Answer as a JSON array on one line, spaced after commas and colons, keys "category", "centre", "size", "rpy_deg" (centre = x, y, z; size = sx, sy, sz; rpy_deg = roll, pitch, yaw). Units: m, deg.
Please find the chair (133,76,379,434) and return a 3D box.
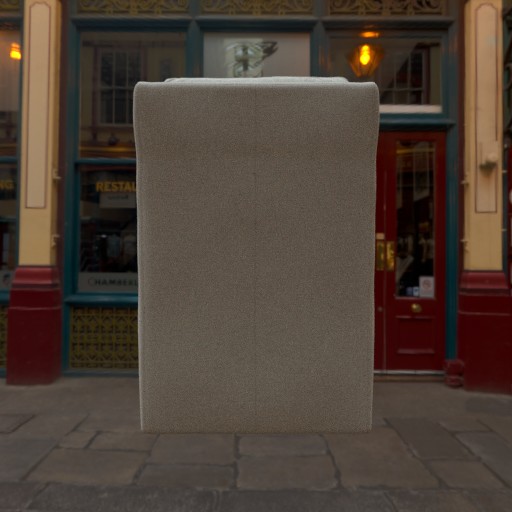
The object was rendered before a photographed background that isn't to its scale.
[{"category": "chair", "centre": [0.000, 0.000, 1.374], "size": [0.626, 0.914, 0.694], "rpy_deg": [0, -2, 0]}]
